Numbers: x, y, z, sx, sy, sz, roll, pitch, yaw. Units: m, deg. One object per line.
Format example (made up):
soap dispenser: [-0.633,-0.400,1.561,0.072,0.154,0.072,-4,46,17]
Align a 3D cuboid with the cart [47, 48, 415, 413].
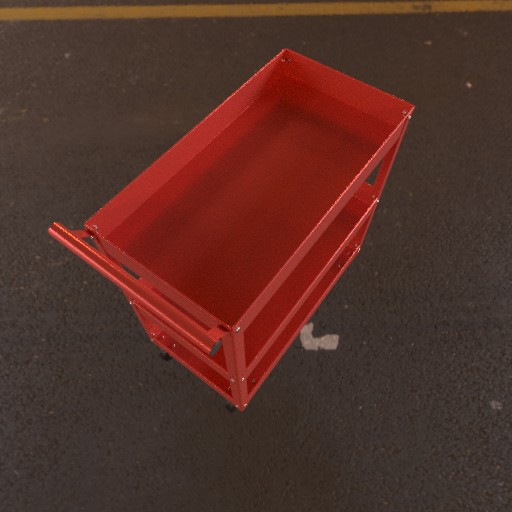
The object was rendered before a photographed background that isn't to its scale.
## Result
cart: [0.000,0.000,1.184,0.366,0.780,0.719,33,64,18]
